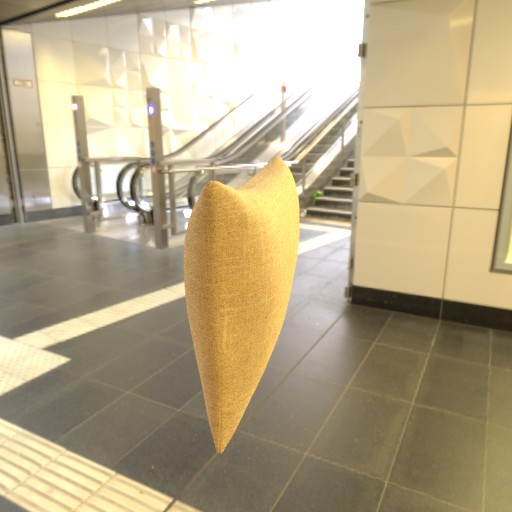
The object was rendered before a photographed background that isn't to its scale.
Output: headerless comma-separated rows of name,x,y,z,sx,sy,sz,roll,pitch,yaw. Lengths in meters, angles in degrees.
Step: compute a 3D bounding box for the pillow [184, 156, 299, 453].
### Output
pillow,0.000,0.000,1.039,0.197,0.429,0.859,2,15,8
